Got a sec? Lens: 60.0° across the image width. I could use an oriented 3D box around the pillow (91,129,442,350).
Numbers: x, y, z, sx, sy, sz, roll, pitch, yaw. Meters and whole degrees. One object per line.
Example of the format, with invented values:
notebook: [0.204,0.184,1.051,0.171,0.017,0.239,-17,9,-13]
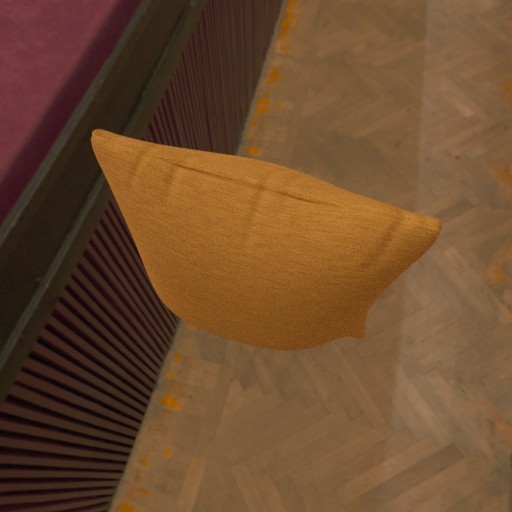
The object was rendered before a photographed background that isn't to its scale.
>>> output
pillow: [0.000,0.000,0.696,0.435,0.417,0.247,16,65,8]
